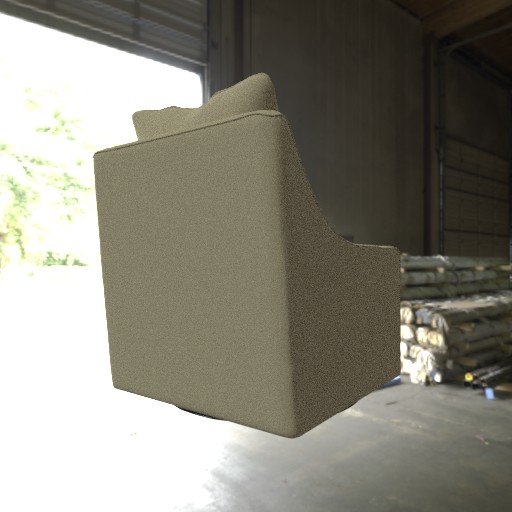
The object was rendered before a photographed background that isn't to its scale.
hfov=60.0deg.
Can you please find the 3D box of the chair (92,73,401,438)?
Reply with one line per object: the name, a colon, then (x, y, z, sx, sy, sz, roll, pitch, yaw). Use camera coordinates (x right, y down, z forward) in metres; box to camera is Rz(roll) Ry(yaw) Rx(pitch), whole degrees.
chair: (0.000, 0.000, 1.589, 0.756, 0.965, 0.876, 0, -1, 37)
